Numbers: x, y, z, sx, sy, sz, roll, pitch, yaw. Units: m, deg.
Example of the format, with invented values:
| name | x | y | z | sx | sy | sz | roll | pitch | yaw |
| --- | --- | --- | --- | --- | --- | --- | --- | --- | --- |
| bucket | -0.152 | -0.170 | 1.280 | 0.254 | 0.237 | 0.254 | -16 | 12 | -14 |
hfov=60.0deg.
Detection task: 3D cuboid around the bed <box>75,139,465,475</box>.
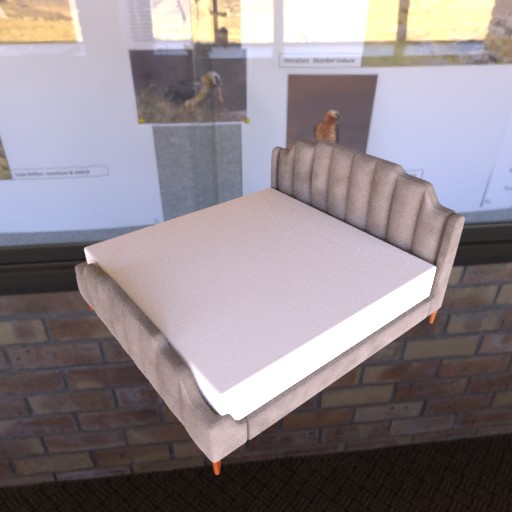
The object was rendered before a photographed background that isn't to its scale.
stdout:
| name | x | y | z | sx | sy | sz | roll | pitch | yaw |
| --- | --- | --- | --- | --- | --- | --- | --- | --- | --- |
| bed | 0.000 | 0.000 | 3.555 | 2.340 | 1.245 | 2.074 | -23 | 38 | -32 |
